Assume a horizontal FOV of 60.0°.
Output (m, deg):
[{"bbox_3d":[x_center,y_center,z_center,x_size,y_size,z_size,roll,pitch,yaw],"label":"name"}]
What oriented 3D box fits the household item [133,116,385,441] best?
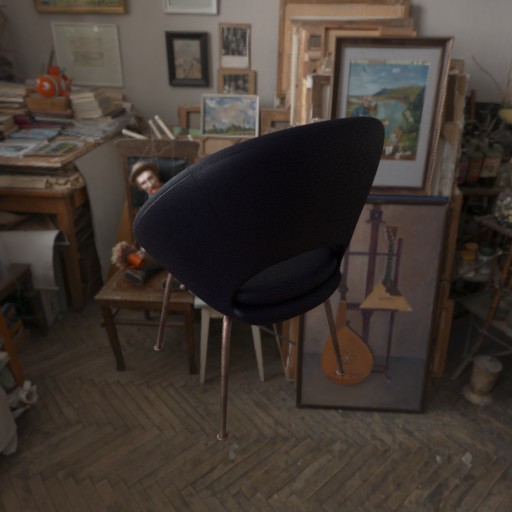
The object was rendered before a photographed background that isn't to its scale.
[{"bbox_3d":[0.000,0.000,1.267,0.623,0.852,0.573,-18,34,-29],"label":"household item"}]
